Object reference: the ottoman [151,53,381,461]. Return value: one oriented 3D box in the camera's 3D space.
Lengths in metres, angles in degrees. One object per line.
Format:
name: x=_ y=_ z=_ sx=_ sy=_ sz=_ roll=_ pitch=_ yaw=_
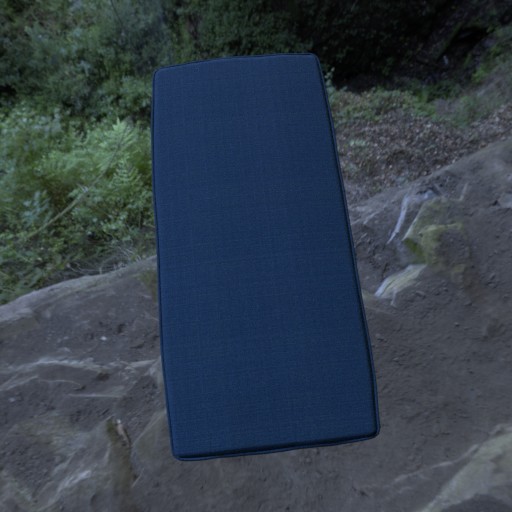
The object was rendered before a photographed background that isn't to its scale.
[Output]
ottoman: x=0.000 y=0.000 z=1.217 sx=0.474 sy=0.474 sz=0.943 roll=-6 pitch=76 yaw=-1
